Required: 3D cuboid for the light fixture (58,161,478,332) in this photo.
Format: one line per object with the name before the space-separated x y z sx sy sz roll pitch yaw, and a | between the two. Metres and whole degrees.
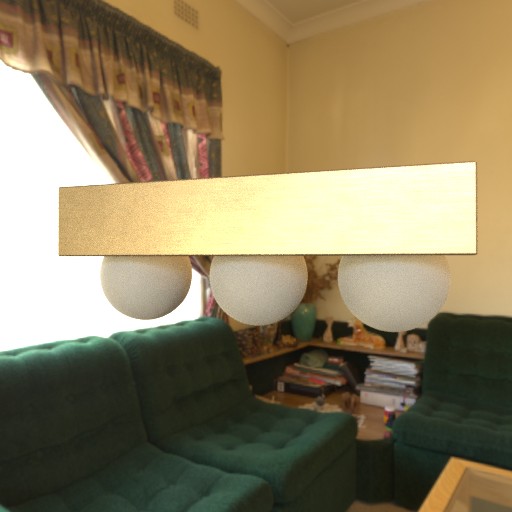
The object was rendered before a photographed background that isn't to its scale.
light fixture | 0.000 0.000 0.833 0.721 0.263 0.218 0 -1 18
